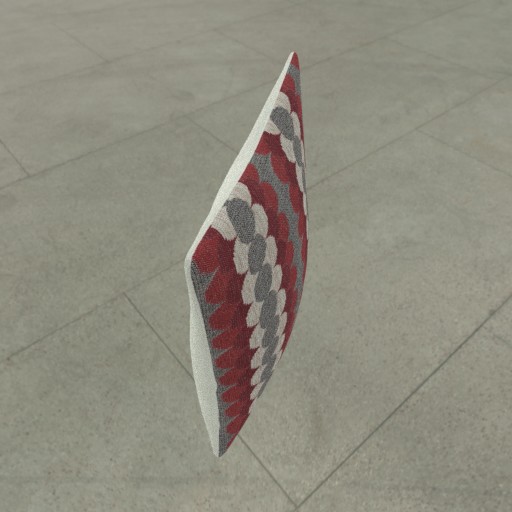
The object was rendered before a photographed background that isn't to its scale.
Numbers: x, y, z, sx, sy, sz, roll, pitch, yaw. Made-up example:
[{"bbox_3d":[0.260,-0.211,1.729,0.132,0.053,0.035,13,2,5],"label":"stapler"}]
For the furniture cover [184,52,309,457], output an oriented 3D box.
[{"bbox_3d":[0.000,0.000,0.638,0.145,0.420,0.435,11,48,10],"label":"furniture cover"}]
